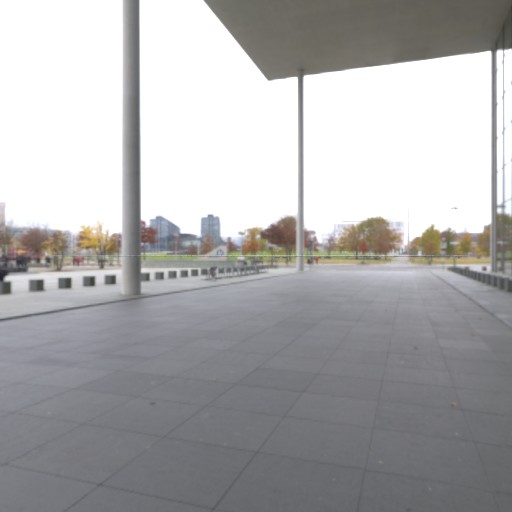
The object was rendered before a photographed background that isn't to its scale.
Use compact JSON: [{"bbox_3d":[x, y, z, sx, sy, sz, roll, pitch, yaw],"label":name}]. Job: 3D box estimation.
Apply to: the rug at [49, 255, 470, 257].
[{"bbox_3d":[0.000,0.000,3.015,2.439,0.005,1.524,0,0,34],"label":"rug"}]
